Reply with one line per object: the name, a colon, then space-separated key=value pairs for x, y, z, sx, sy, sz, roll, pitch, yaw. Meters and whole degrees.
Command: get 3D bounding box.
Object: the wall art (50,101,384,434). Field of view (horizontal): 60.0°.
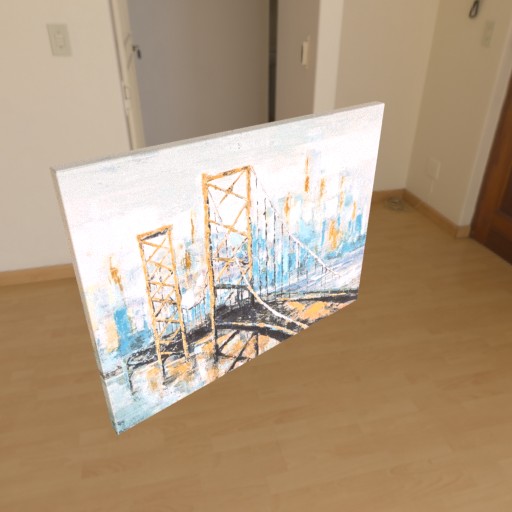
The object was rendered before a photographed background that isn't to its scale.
wall art: x=0.000 y=0.000 z=1.324 sx=1.016 sy=0.762 sz=0.038 roll=-22 pitch=37 yaw=-33
